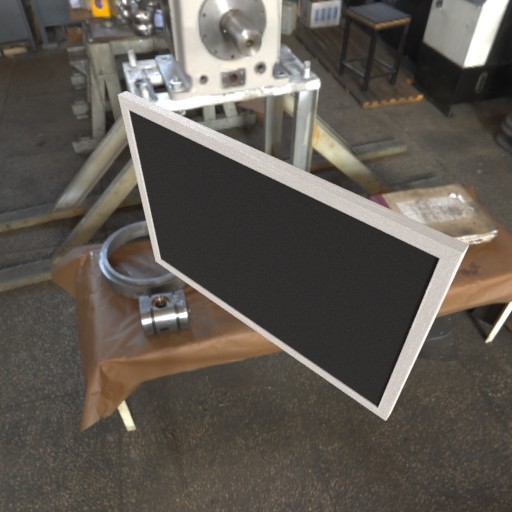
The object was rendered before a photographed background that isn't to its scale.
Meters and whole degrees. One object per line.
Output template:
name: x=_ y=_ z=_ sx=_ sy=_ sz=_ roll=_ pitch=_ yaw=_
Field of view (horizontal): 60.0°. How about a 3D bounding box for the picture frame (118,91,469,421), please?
picture frame: x=0.000 y=0.000 z=1.210 sx=0.950 sy=0.640 sz=0.029 roll=31 pitch=52 yaw=27
